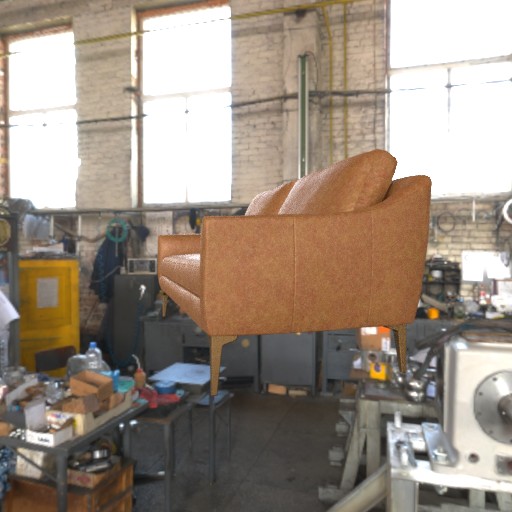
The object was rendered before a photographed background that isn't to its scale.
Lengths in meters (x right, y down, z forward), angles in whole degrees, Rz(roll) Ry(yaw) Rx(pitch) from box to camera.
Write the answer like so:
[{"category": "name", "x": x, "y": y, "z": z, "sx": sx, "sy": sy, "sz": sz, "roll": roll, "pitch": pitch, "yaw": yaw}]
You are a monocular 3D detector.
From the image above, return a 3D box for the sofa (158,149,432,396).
[{"category": "sofa", "x": 0.000, "y": 0.000, "z": 2.589, "sx": 0.981, "sy": 0.945, "sz": 2.036, "roll": 0, "pitch": 1, "yaw": -17}]
